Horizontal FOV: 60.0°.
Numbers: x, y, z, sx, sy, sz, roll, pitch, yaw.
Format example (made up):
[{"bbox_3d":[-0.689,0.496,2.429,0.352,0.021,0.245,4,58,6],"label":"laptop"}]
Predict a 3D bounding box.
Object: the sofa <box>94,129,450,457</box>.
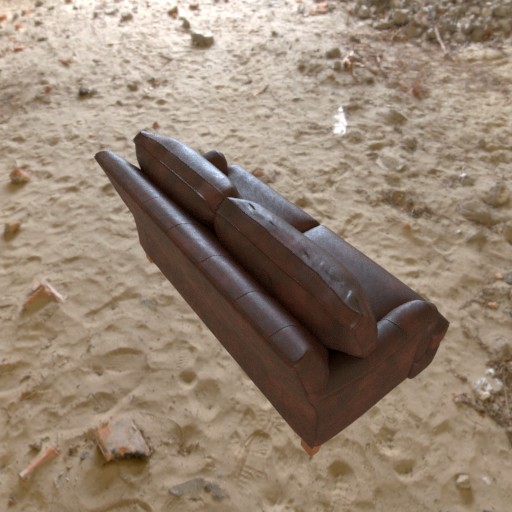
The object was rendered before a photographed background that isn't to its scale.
[{"bbox_3d":[0.000,0.000,2.795,1.147,1.071,2.144,-26,47,-26],"label":"sofa"}]
